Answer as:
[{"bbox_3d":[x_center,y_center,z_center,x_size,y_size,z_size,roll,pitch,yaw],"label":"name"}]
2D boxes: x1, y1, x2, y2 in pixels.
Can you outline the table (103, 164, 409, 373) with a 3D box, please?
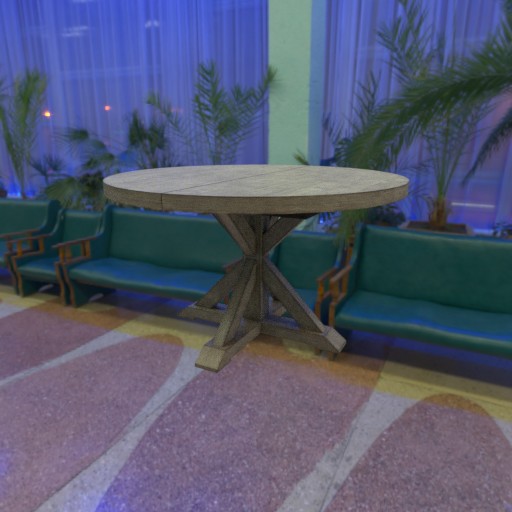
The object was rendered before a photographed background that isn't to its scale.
[{"bbox_3d":[0.000,0.000,2.178,1.363,0.781,1.363,0,16,0],"label":"table"}]
